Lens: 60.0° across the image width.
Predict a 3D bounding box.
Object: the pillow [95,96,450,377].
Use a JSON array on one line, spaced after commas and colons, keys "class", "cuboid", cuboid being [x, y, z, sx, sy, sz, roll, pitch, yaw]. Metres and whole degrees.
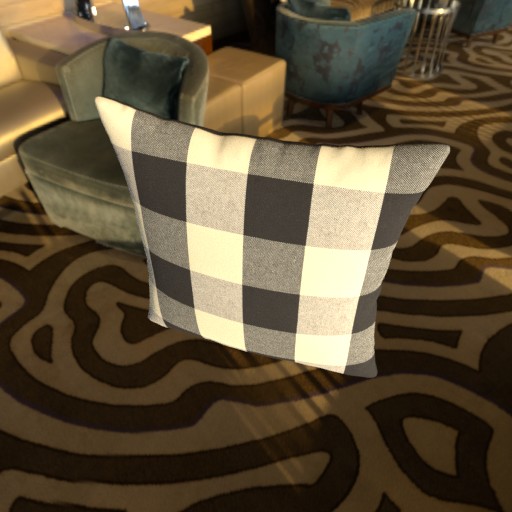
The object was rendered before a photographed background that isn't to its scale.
[{"class": "pillow", "cuboid": [0.000, 0.000, 0.779, 0.511, 0.509, 0.161, 12, 43, 13]}]
